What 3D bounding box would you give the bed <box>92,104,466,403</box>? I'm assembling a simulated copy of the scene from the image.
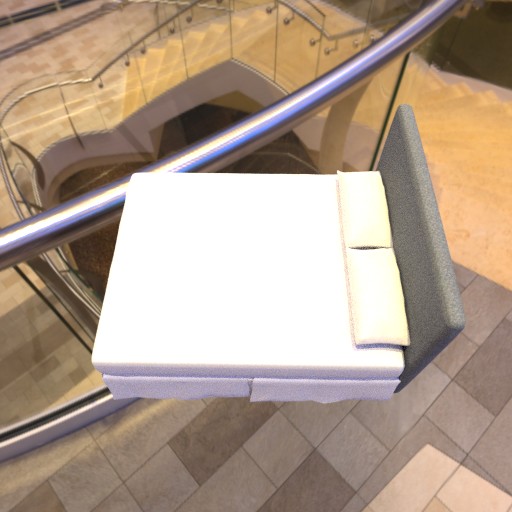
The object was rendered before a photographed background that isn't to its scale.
[{"bbox_3d":[0.000,0.000,3.147,2.142,1.330,1.723,1,58,0],"label":"bed"}]
